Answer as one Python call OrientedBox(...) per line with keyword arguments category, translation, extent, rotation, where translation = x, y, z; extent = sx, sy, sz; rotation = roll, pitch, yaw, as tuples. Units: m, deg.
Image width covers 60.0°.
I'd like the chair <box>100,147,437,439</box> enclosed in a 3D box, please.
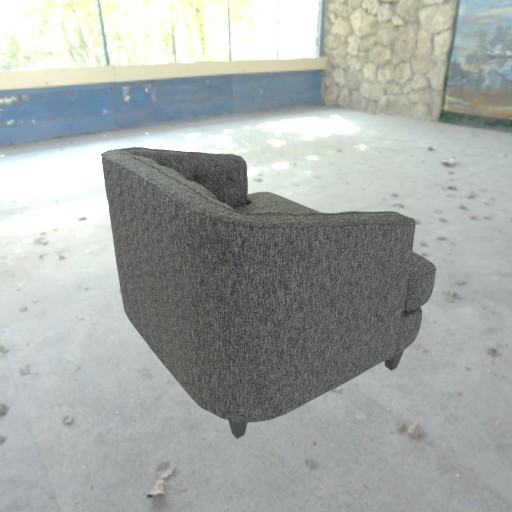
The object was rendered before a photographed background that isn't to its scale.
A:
OrientedBox(category="chair", translation=(0.000, 0.000, 1.799), extent=(0.941, 0.852, 1.104), rotation=(-18, 32, -31))
